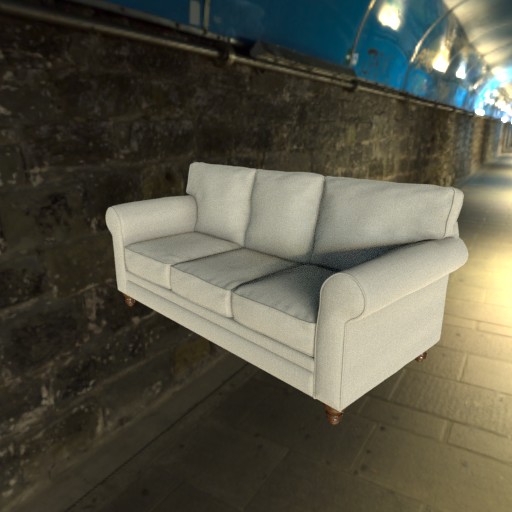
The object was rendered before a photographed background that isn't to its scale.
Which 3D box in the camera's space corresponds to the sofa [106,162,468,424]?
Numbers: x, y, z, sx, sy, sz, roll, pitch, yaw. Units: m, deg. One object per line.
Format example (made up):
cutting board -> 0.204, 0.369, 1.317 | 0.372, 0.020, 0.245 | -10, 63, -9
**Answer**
sofa -> 0.000, 0.000, 2.616 | 0.916, 0.961, 2.084 | -15, 22, -41
